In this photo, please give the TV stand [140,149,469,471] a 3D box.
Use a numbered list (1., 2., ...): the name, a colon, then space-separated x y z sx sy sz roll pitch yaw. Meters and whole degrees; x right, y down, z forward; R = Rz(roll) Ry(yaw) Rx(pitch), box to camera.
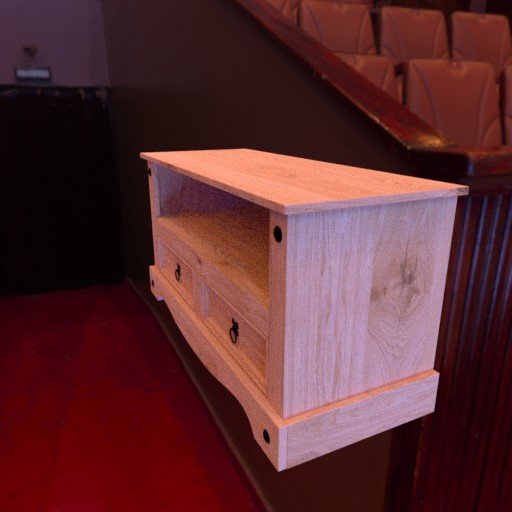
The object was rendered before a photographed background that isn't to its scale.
1. TV stand: 0.000 0.000 1.358 0.440 0.550 1.080 -9 20 -25
